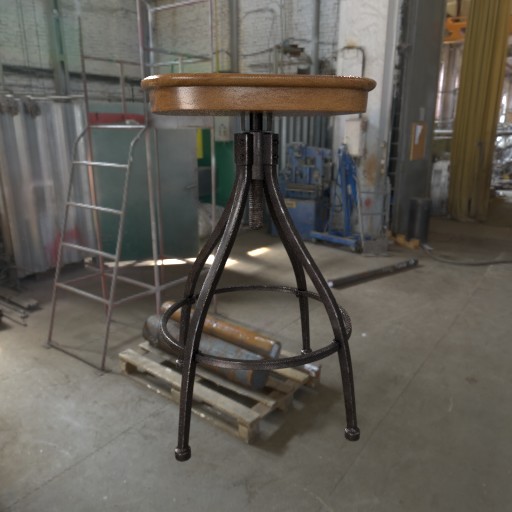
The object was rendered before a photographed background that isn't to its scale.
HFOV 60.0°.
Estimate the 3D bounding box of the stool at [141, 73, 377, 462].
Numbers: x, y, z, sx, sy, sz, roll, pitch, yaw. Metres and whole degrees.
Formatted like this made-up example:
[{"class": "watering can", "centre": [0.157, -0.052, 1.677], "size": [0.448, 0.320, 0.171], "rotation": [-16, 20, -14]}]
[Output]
[{"class": "stool", "centre": [0.000, 0.000, 0.954], "size": [0.432, 0.694, 0.424], "rotation": [-3, 16, -9]}]
